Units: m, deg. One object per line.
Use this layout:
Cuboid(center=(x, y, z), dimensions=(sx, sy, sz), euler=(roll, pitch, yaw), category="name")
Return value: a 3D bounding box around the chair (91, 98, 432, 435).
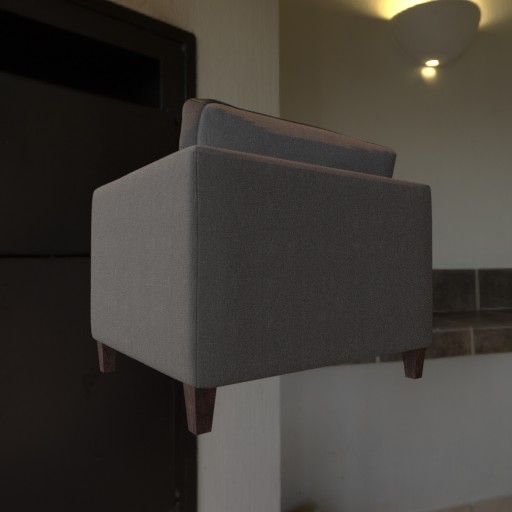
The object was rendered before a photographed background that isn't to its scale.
Cuboid(center=(0.000, 0.000, 1.824), dimensions=(1.107, 0.963, 0.959), euler=(1, -1, -36), category="chair")
